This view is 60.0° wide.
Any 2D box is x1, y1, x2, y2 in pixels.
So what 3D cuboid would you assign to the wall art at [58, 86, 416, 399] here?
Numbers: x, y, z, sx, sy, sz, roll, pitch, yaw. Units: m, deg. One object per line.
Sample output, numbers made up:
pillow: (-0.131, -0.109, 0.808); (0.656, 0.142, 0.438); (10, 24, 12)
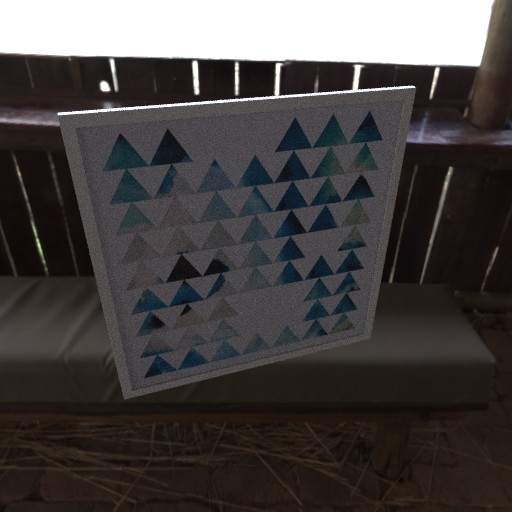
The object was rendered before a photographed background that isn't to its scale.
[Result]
wall art: (0.000, 0.000, 0.814); (0.557, 0.557, 0.012); (-10, 33, -16)
